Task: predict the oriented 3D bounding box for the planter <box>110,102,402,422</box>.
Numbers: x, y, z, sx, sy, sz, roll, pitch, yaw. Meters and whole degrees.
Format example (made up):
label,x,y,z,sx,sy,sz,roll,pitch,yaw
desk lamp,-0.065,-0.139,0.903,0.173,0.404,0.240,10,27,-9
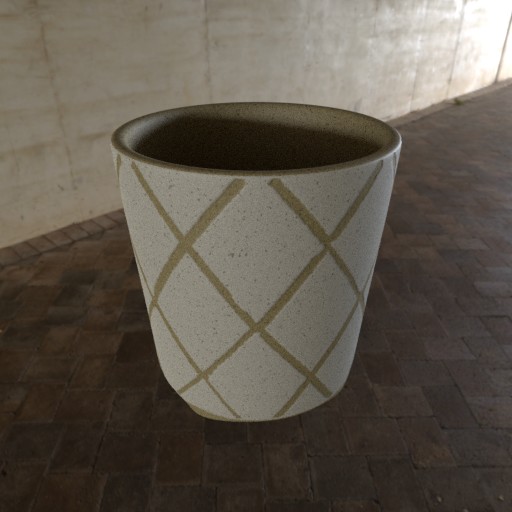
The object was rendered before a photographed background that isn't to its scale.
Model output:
label,x,y,z,sx,sy,sz,roll,pitch,yaw
planter,0.000,0.000,0.349,0.191,0.199,0.191,0,30,0
